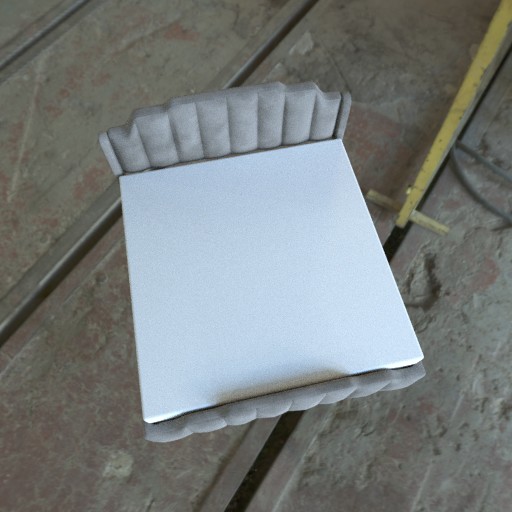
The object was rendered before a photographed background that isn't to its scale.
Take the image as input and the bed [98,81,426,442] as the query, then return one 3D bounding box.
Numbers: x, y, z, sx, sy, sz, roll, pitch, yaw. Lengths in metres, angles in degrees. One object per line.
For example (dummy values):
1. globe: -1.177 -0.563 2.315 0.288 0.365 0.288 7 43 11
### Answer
1. bed: 0.000 0.000 3.481 2.074 1.245 2.340 -11 65 -5
